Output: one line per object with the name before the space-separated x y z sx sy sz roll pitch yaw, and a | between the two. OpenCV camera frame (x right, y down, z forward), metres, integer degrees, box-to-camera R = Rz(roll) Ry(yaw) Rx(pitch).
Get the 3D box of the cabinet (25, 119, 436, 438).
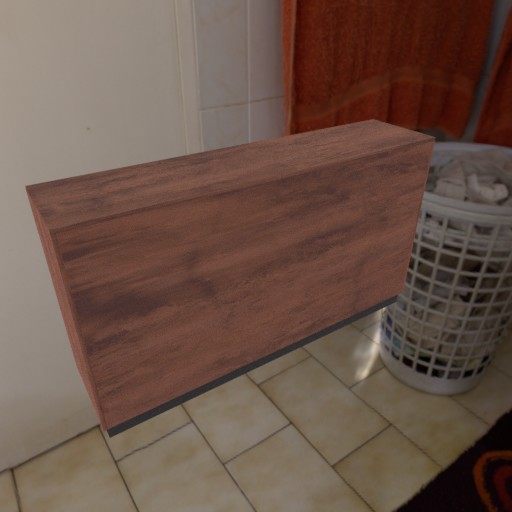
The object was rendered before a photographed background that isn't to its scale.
cabinet | 0.000 0.000 1.948 1.600 0.900 0.420 -18 36 -28
